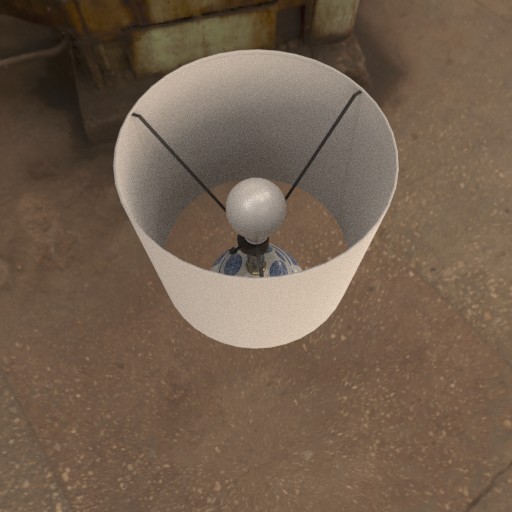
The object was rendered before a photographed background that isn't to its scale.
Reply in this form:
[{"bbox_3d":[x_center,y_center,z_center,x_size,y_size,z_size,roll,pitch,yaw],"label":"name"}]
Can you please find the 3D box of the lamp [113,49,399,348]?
[{"bbox_3d":[0.000,0.000,0.509,0.215,0.381,0.215,-32,69,-14],"label":"lamp"}]
